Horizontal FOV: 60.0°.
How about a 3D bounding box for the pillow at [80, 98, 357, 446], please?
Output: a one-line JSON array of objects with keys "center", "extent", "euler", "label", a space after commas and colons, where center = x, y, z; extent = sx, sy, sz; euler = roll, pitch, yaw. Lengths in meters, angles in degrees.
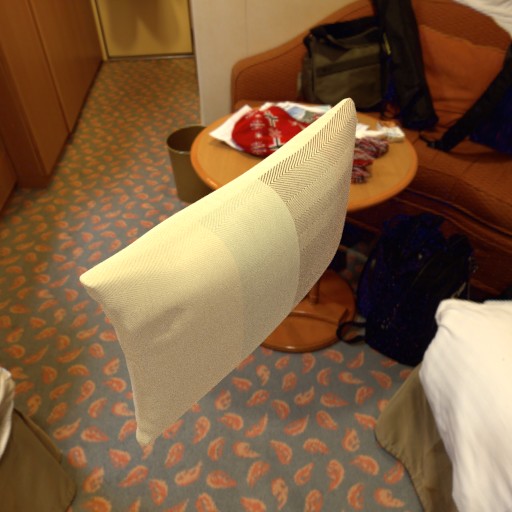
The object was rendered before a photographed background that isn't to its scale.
[{"center": [0.000, 0.000, 0.632], "extent": [0.139, 0.305, 0.506], "euler": [26, 47, 27], "label": "pillow"}]
